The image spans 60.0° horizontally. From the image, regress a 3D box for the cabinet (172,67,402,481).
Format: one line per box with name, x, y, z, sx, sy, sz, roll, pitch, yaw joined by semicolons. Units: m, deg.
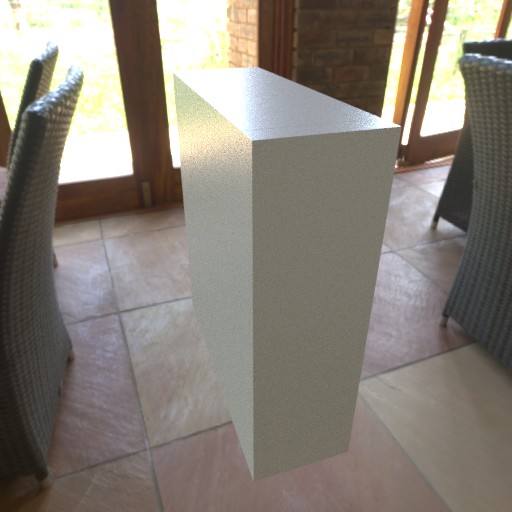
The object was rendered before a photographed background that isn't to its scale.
cabinet;0.000;0.000;1.625;0.348;1.150;0.990;-10;32;-16
